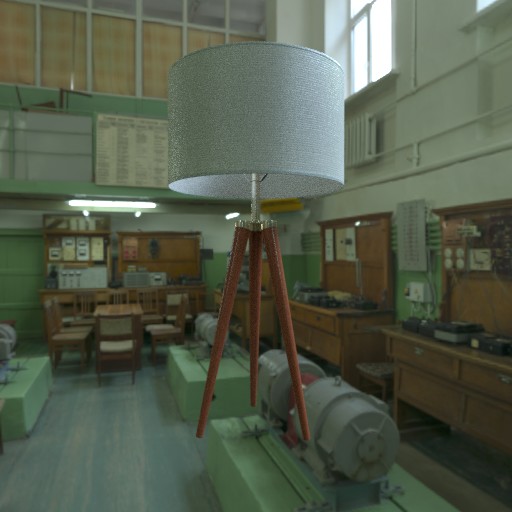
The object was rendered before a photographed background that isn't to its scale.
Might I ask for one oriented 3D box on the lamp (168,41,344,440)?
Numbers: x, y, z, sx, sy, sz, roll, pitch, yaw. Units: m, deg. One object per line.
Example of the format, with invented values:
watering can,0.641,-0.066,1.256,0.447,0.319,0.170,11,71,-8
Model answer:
lamp,0.000,0.000,0.909,0.354,0.709,0.355,0,1,-19
